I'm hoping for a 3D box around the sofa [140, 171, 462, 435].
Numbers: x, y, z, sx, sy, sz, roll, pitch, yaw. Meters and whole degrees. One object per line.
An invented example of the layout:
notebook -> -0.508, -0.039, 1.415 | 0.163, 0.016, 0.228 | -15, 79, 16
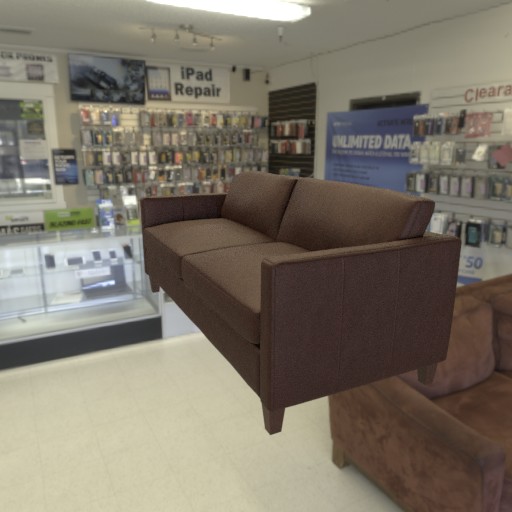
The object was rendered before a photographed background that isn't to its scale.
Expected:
sofa -> 0.000, 0.000, 2.500 | 0.923, 0.863, 1.971 | -7, 16, -26
